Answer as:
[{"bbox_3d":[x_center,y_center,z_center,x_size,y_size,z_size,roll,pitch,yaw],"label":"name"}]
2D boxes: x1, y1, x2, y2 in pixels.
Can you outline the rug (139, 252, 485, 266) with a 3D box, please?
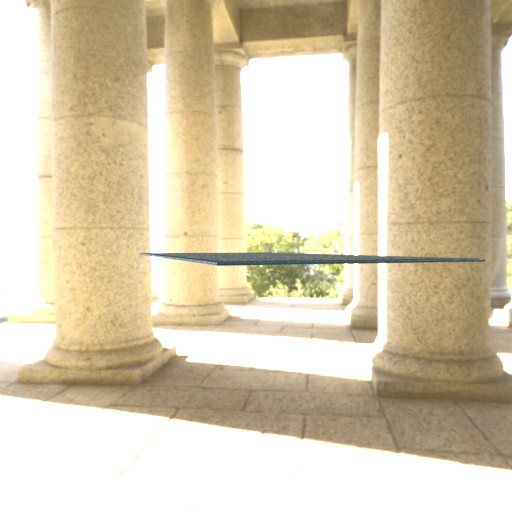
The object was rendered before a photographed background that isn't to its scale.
[{"bbox_3d":[0.000,0.000,1.424,0.604,0.007,1.219,0,1,-21],"label":"rug"}]
